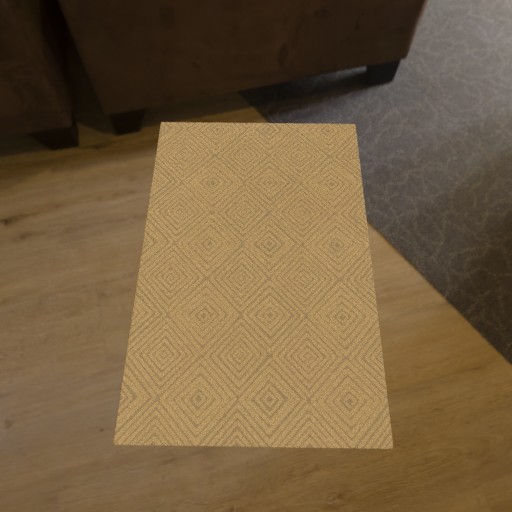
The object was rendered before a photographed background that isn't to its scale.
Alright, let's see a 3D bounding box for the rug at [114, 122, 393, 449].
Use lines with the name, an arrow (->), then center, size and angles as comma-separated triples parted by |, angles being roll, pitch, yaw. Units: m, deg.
rug -> 0.000, 0.000, 2.211 | 1.143, 0.008, 1.753 | 1, 63, 0
